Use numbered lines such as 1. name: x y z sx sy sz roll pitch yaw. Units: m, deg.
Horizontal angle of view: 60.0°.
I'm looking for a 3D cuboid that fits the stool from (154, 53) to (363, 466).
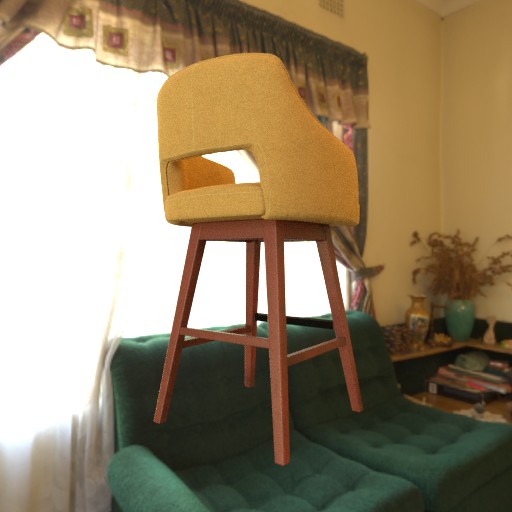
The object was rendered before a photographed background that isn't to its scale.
1. stool: 0.000 0.000 1.372 0.548 1.012 0.558 0 0 37
